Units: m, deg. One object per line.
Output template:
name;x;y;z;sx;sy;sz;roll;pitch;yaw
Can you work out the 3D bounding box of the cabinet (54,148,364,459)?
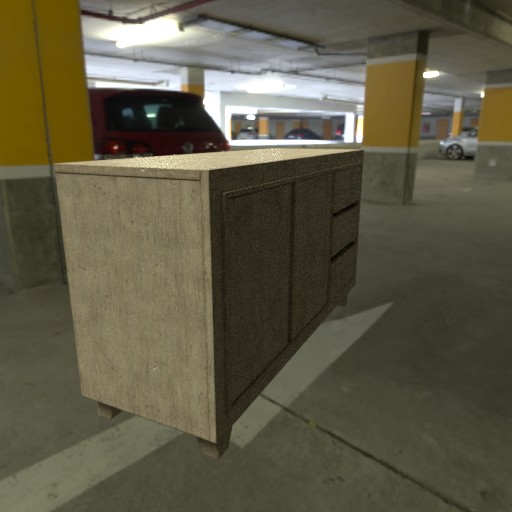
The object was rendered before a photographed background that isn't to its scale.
cabinet;0.000;0.000;1.845;0.511;0.825;1.460;8;17;26
